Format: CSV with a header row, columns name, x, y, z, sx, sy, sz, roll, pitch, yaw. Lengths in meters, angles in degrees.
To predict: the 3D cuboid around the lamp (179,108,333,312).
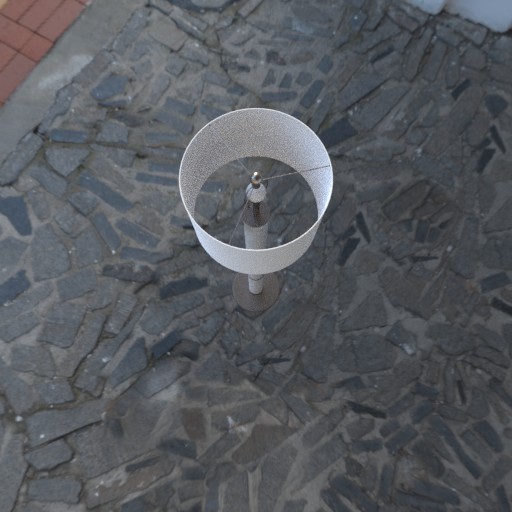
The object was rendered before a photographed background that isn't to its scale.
name,x,y,z,sx,sy,sz,roll,pitch,yaw
lamp,0.000,0.000,1.846,0.377,1.599,0.377,-39,79,-9
